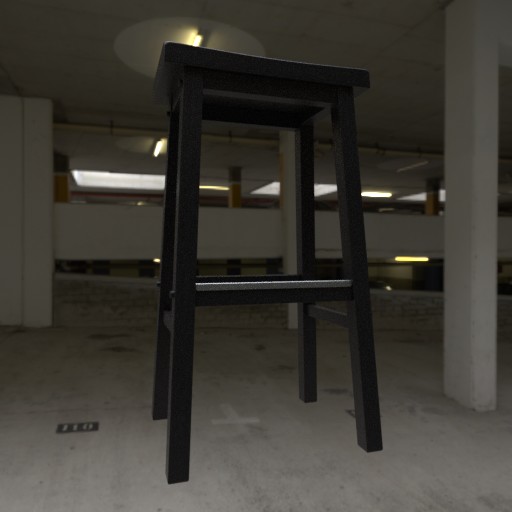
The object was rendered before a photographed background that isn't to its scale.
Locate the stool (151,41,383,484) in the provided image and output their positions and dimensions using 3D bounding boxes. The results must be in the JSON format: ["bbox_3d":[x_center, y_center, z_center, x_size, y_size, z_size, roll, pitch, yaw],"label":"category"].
[{"bbox_3d":[0.000,0.000,0.932,0.406,0.742,0.322,0,1,-18],"label":"stool"}]
